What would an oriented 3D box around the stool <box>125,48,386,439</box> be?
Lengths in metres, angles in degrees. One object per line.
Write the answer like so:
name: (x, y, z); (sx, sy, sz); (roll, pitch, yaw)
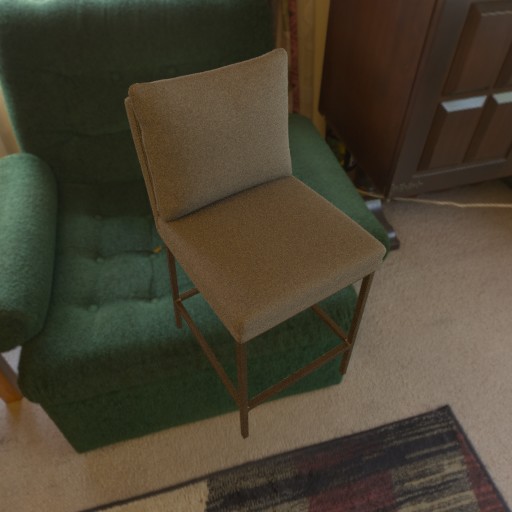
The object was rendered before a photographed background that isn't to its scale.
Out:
stool: (0.000, 0.000, 1.338); (0.463, 1.030, 0.569); (-25, 51, -22)
